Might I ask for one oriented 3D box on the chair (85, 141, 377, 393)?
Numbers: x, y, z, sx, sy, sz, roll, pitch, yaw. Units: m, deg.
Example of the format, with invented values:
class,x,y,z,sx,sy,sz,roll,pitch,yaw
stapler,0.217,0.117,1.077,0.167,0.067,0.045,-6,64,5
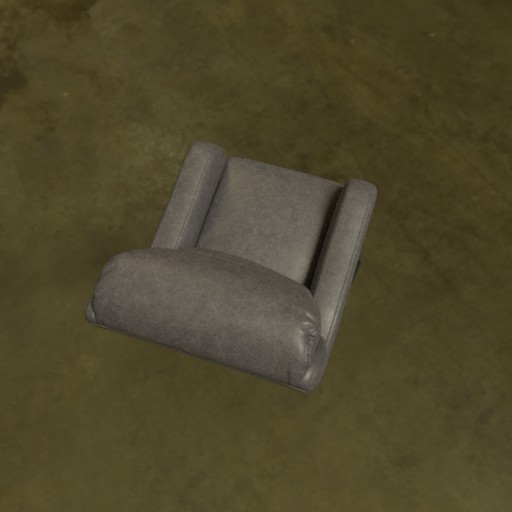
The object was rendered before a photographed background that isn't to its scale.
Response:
class,x,y,z,sx,sy,sz,roll,pitch,yaw
chair,0.000,0.000,1.784,0.865,1.067,1.067,16,64,8
